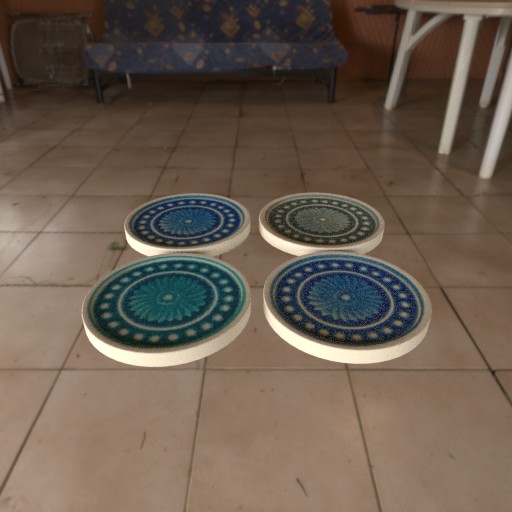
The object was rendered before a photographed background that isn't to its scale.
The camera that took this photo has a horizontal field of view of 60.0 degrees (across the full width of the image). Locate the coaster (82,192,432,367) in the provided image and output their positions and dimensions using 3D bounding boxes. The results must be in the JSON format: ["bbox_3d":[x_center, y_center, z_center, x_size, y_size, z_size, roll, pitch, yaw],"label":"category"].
[{"bbox_3d":[0.000,0.000,0.341,0.224,0.010,0.220,0,32,-1],"label":"coaster"}]
